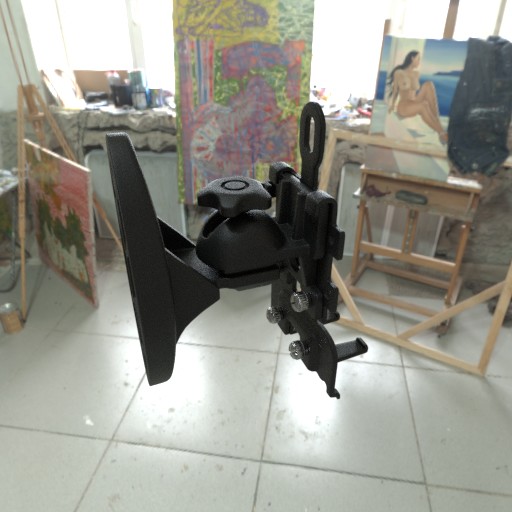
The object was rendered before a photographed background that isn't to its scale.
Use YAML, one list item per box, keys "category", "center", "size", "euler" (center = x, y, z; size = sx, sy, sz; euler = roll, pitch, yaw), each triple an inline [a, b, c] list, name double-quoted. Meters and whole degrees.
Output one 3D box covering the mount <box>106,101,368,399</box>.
- category: "mount"
  center: [0.000, 0.000, 0.180]
  size: [0.100, 0.118, 0.066]
  euler: [-11, 32, -18]
